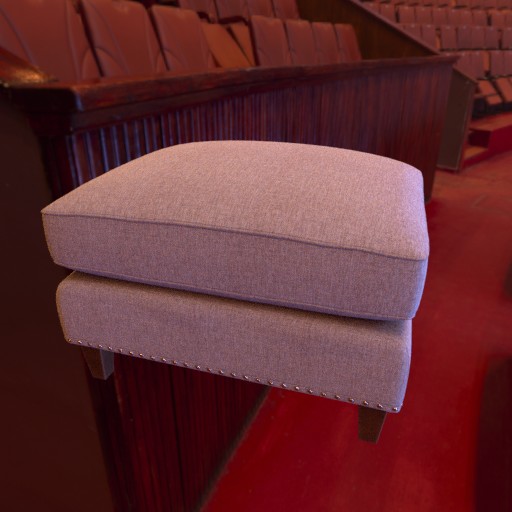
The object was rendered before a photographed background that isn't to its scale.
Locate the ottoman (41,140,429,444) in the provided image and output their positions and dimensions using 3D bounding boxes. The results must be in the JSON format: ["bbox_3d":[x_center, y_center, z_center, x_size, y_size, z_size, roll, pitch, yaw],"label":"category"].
[{"bbox_3d":[0.000,0.000,1.096,0.741,0.513,0.584,8,27,16],"label":"ottoman"}]
